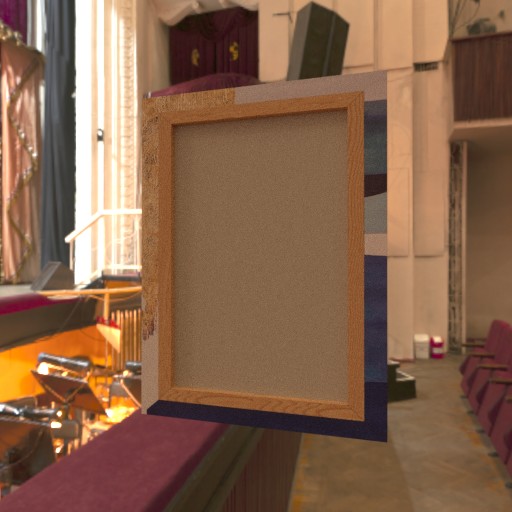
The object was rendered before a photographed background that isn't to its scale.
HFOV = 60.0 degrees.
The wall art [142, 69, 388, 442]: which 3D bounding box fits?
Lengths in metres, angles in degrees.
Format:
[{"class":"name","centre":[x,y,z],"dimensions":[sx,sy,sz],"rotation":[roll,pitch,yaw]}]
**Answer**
[{"class":"wall art","centre":[0.000,0.000,0.807],"dimensions":[0.458,0.613,0.026],"rotation":[0,0,17]}]
